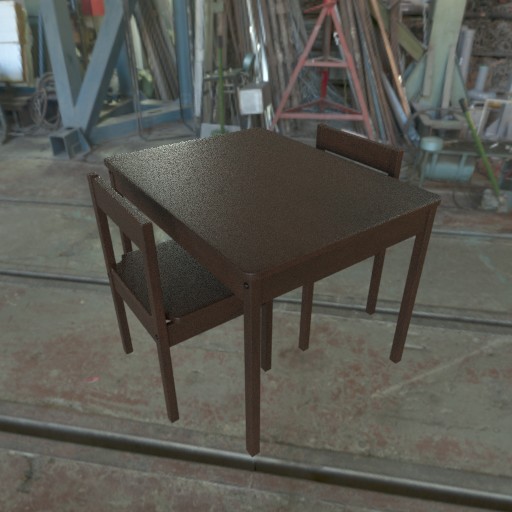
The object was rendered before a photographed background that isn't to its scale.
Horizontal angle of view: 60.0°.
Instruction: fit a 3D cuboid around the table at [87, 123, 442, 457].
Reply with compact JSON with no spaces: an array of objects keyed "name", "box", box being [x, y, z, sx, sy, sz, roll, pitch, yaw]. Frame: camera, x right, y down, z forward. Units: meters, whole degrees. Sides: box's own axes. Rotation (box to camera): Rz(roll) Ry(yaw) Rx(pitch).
[{"name":"table","box":[0.000,0.000,1.126,0.672,0.503,0.650,-21,37,-30]}]
